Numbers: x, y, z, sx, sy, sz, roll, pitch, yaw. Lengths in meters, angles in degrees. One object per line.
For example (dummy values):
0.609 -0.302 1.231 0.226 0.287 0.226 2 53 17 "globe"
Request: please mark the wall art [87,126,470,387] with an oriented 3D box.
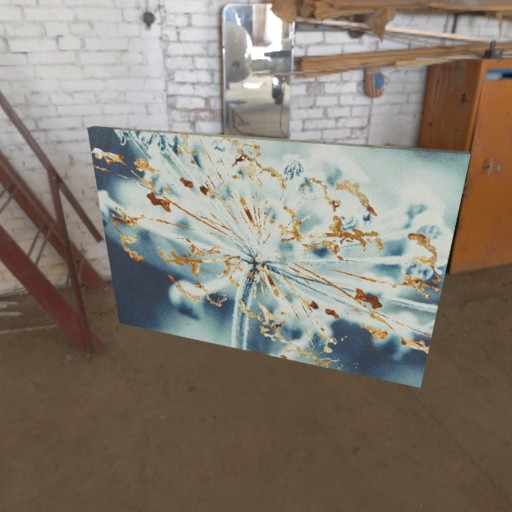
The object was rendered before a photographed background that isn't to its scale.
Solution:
0.000 0.000 1.450 1.138 0.759 0.035 8 28 17 "wall art"
